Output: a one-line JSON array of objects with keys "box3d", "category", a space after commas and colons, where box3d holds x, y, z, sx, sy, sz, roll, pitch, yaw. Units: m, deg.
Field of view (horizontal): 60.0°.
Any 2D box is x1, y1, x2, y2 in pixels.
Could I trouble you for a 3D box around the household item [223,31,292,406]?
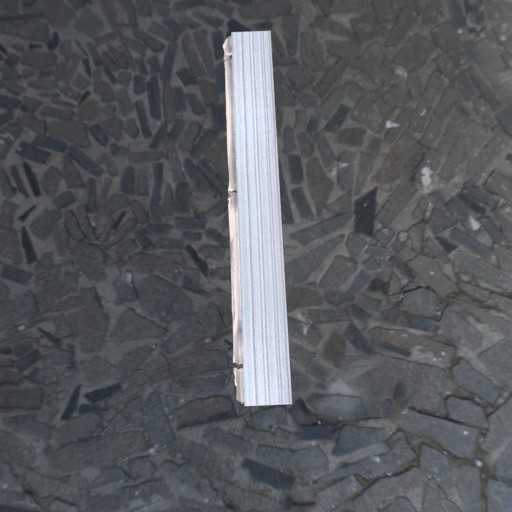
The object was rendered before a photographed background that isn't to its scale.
[{"box3d": [0.000, 0.000, 0.292, 0.025, 0.216, 0.165, -2, 77, -1], "category": "household item"}]
